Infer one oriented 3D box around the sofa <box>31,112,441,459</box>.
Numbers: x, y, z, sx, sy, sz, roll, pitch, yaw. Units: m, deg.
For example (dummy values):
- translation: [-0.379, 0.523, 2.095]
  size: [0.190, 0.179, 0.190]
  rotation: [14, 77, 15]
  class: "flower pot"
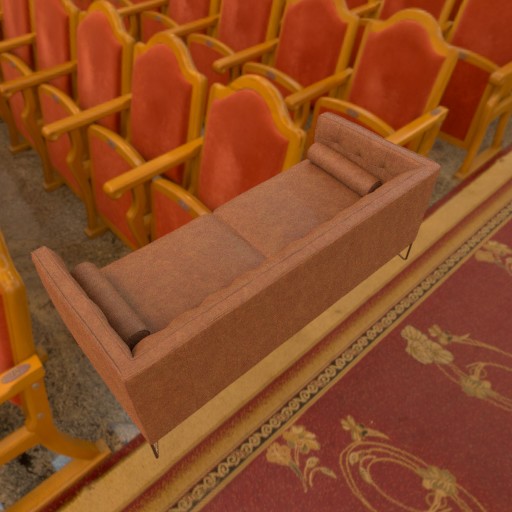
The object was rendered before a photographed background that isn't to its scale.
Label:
- translation: [0.000, 0.000, 2.574]
  size: [2.079, 0.798, 0.912]
  rotation: [-32, 54, -27]
  class: "sofa"
